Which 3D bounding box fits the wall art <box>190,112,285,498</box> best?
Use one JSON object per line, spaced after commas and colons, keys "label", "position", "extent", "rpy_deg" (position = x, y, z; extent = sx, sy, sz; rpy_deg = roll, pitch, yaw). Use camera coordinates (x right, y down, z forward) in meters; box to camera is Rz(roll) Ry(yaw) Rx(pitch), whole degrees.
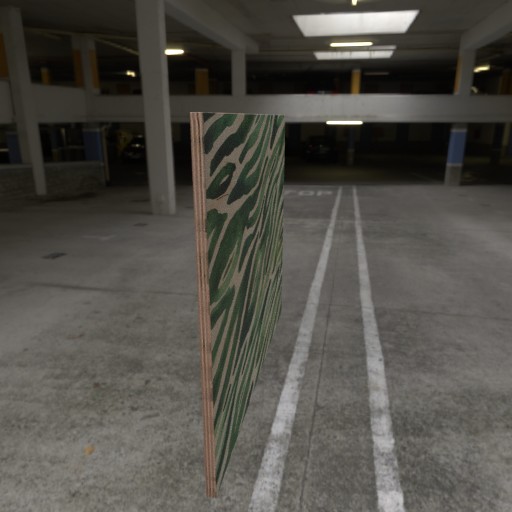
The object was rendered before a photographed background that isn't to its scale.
{"label": "wall art", "position": [0.000, 0.000, 0.670], "extent": [0.012, 0.408, 0.508], "rpy_deg": [3, 18, 11]}
